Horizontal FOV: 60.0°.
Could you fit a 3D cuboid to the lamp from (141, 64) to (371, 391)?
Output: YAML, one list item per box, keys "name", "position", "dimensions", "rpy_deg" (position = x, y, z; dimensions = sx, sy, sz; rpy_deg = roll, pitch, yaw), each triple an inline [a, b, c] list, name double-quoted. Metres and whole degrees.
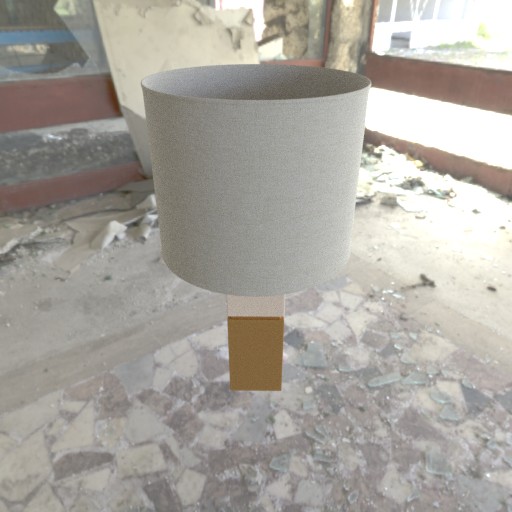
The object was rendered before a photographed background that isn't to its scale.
- name: "lamp"
  position: [0.000, 0.000, 0.555]
  dimensions: [0.229, 0.417, 0.229]
  rpy_deg: [0, 30, 1]
